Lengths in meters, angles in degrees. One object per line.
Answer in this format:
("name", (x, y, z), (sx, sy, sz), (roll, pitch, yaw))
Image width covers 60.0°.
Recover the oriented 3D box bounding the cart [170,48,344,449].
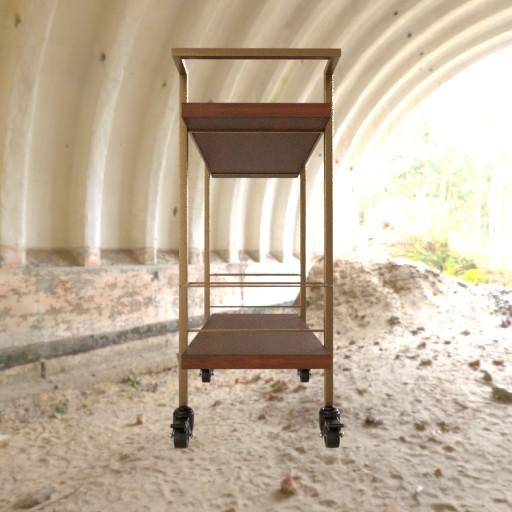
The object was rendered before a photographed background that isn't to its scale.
("cart", (0.000, 0.000, 1.203), (0.364, 0.807, 0.695), (0, 0, 0))
